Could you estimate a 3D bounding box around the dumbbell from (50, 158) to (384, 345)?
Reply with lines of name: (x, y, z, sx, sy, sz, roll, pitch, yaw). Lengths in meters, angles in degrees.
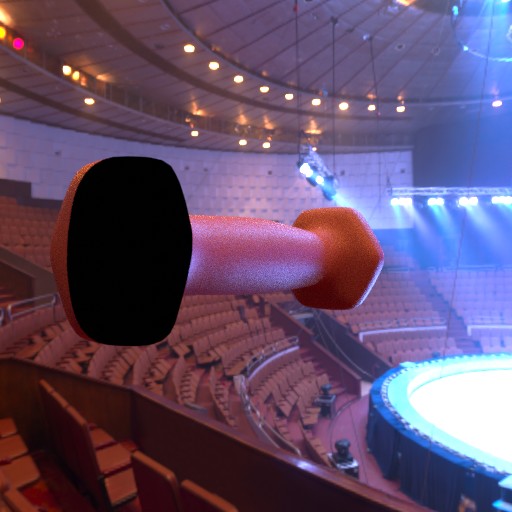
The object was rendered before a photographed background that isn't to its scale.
dumbbell: (0.000, 0.000, 0.145, 0.047, 0.043, 0.123, -1, -2, 36)
